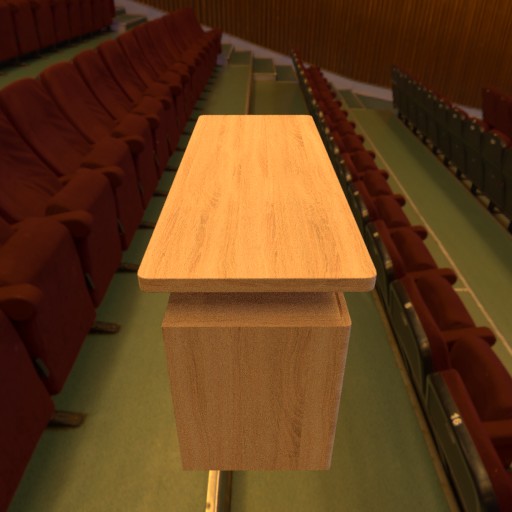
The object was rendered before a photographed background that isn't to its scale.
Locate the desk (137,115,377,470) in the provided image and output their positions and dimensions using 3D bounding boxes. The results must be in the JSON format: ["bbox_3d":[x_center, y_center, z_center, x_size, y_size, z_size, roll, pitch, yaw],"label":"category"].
[{"bbox_3d":[0.000,0.000,1.791,0.550,0.760,1.400,0,32,0],"label":"desk"}]
